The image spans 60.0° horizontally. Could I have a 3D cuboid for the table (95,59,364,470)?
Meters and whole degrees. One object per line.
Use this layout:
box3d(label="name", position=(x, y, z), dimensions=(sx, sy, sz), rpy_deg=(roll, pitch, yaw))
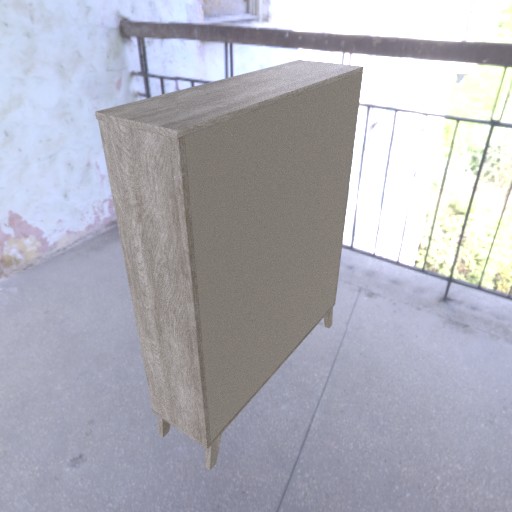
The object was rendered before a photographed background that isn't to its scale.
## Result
box3d(label="table", position=(0.000, 0.000, 1.542), dimensions=(0.256, 1.135, 0.902), rpy_deg=(20, 38, 29))
